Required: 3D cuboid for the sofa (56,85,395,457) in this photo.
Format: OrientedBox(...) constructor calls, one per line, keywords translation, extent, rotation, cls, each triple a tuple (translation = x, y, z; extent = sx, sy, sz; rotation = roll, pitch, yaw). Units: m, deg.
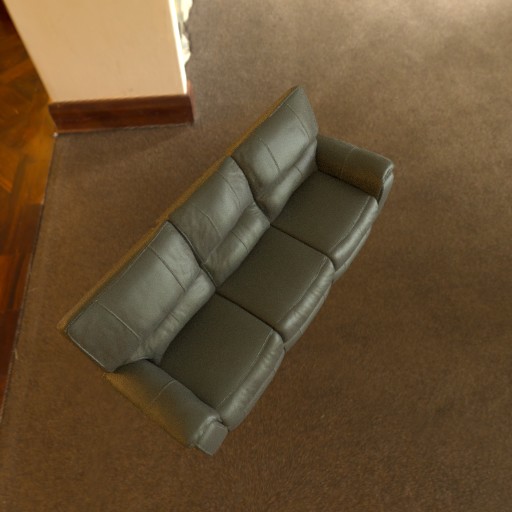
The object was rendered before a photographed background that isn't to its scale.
OrientedBox(translation=(0.000, 0.000, 3.263), extent=(1.104, 1.134, 2.627), rotation=(31, 64, 17), cls="sofa")
